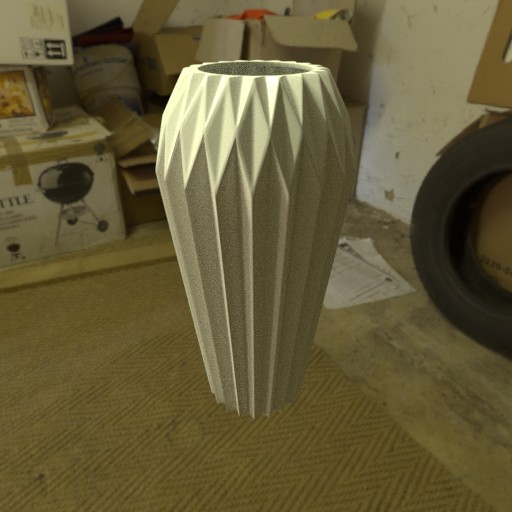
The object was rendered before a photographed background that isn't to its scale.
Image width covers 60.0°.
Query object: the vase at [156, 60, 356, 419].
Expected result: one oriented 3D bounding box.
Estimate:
[{"bbox_3d":[0.000,0.000,0.334,0.133,0.263,0.133,0,30,0],"label":"vase"}]
